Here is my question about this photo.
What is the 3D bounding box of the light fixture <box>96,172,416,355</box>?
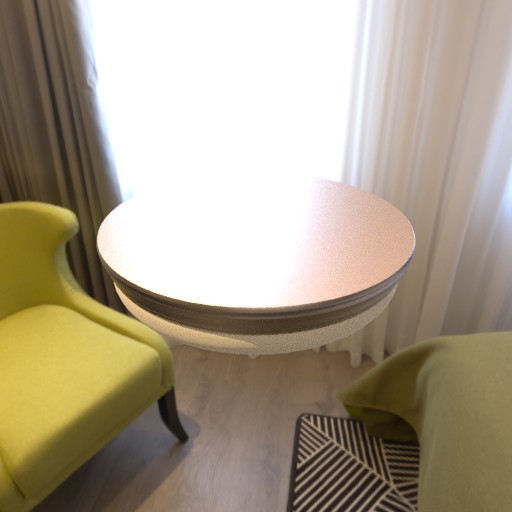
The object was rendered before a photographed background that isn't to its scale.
[{"bbox_3d":[0.000,0.000,0.558,0.368,0.100,0.368,0,29,0],"label":"light fixture"}]
